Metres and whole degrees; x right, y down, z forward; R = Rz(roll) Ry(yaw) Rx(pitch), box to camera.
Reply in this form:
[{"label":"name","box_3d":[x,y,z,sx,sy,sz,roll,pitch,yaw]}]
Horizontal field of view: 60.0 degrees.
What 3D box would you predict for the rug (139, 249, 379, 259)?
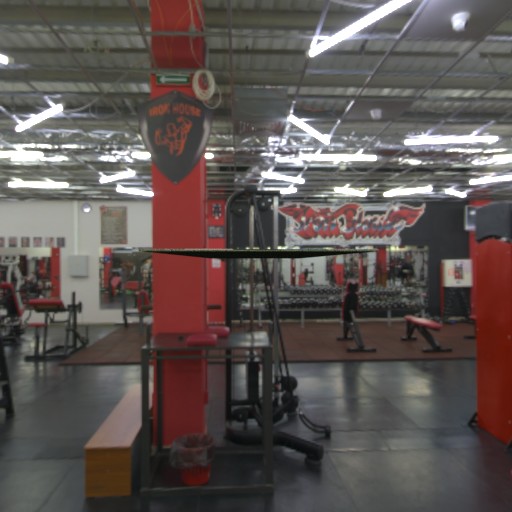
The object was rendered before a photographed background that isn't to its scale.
[{"label":"rug","box_3d":[0.000,0.000,2.618,0.774,0.008,2.437,0,-1,0]}]
